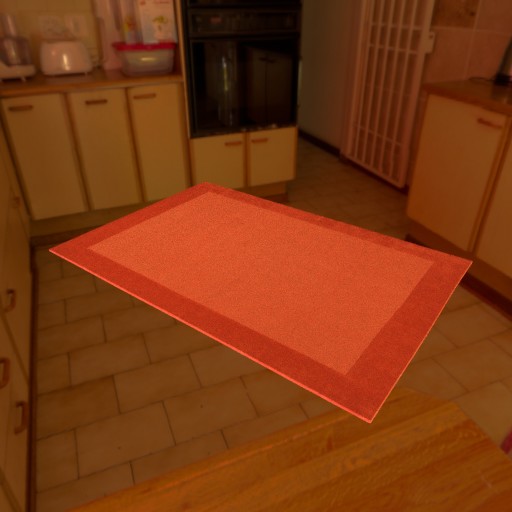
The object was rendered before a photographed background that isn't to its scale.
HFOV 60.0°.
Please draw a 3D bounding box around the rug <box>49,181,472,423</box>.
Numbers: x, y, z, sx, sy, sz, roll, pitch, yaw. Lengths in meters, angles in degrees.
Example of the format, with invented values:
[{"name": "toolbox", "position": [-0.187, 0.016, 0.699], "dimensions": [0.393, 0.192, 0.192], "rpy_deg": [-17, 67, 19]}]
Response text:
[{"name": "rug", "position": [0.000, 0.000, 2.298], "dimensions": [1.829, 0.014, 1.219], "rpy_deg": [21, 37, 31]}]
